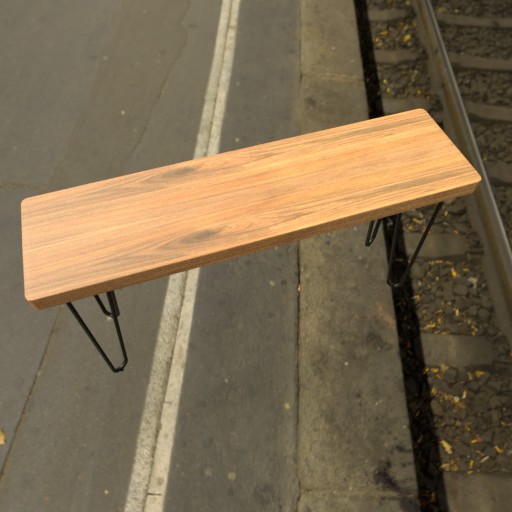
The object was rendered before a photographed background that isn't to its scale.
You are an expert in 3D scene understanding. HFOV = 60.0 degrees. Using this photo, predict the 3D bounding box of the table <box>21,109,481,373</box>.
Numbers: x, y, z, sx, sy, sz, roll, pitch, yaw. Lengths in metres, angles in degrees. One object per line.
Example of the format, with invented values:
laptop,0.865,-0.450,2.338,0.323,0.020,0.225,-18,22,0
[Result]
table,0.000,0.000,1.895,1.570,0.834,0.425,-15,57,-10
